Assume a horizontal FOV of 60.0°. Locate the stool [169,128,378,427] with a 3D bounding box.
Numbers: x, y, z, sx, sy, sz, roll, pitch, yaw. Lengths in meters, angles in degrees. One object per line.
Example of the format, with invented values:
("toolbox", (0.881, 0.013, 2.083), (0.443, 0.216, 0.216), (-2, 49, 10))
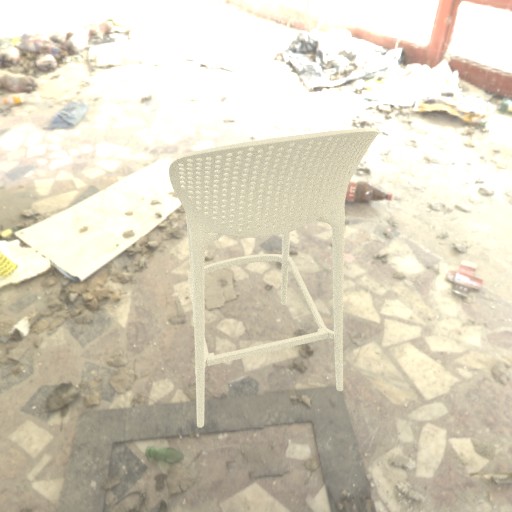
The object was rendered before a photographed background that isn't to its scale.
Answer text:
("stool", (0.000, 0.000, 1.372), (0.536, 1.045, 0.535), (-10, 42, -12))
